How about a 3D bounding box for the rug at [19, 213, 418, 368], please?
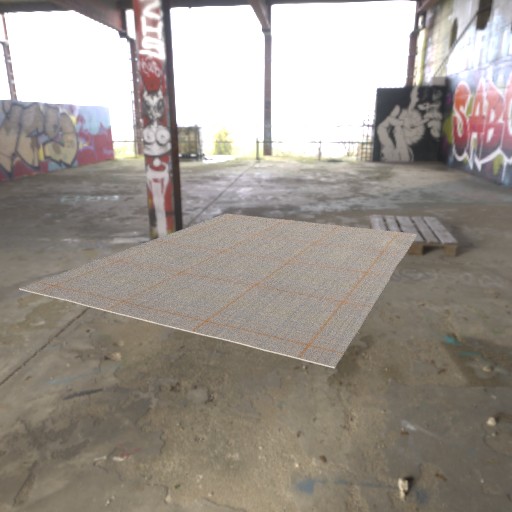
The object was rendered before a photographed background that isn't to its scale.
[{"bbox_3d":[0.000,0.000,4.088,2.448,0.021,3.051,9,19,25],"label":"rug"}]
